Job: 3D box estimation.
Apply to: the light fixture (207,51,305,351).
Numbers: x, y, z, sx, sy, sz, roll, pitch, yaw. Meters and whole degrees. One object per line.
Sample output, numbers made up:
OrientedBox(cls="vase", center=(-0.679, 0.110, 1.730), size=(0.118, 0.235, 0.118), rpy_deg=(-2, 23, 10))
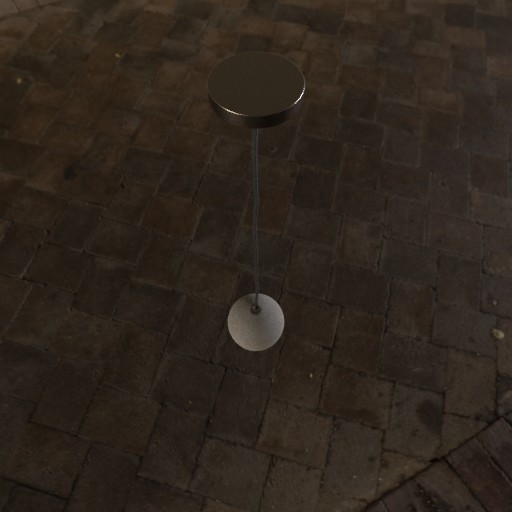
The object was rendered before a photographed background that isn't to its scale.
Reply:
OrientedBox(cls="light fixture", center=(0.000, 0.000, 0.827), size=(0.139, 0.764, 0.139), rpy_deg=(2, 59, 1))
